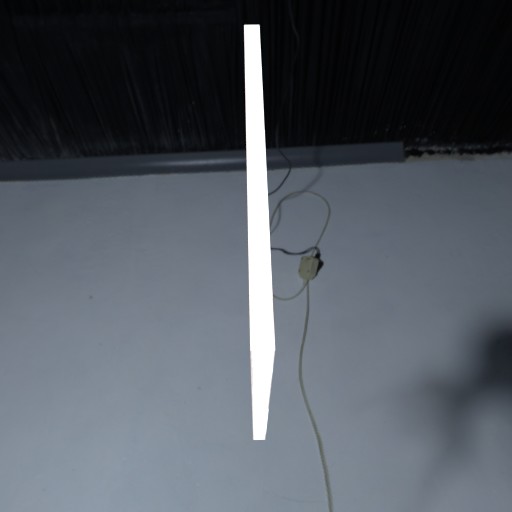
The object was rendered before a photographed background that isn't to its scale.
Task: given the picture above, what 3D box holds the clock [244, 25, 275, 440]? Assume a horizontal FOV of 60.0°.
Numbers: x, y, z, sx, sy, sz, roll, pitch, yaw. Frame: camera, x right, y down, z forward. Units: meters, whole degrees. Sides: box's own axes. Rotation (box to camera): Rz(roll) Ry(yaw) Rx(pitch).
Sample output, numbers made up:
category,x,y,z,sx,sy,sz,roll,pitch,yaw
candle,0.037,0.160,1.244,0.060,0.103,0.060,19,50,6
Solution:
category,x,y,z,sx,sy,sz,roll,pitch,yaw
clock,0.000,0.000,1.047,0.032,0.705,0.705,-1,59,-1
